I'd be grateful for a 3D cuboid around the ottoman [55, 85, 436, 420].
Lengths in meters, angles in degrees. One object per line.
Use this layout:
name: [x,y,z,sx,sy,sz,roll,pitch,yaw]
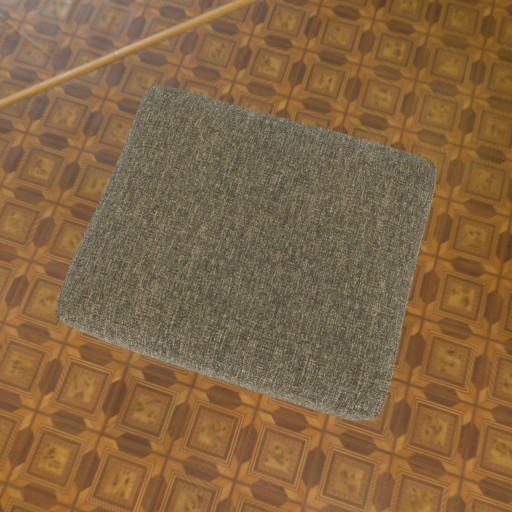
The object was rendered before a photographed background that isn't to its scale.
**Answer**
ottoman: [0.000,0.000,1.215,0.828,0.480,0.683,17,76,4]
